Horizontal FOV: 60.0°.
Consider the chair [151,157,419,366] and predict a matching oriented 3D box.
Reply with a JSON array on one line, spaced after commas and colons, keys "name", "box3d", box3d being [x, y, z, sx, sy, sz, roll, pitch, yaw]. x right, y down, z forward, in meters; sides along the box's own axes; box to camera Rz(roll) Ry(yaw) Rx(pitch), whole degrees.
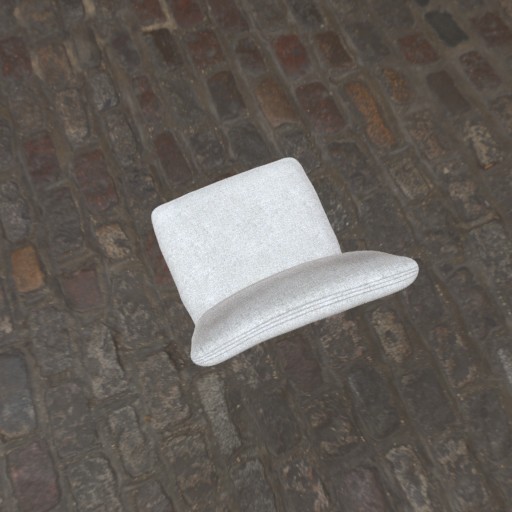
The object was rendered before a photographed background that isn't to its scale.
[{"name": "chair", "box3d": [0.000, 0.000, 1.333, 0.522, 0.974, 0.563, -22, 76, -6]}]
